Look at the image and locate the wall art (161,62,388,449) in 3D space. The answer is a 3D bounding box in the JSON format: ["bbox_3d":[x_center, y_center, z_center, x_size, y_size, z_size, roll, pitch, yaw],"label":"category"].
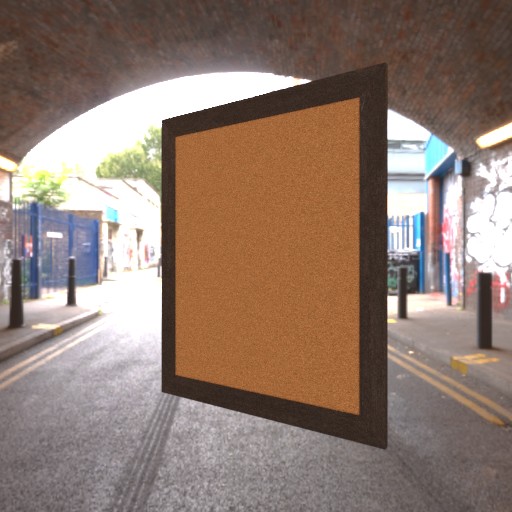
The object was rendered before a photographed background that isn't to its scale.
[{"bbox_3d":[0.000,0.000,0.795,0.476,0.570,0.013,0,0,35],"label":"wall art"}]
